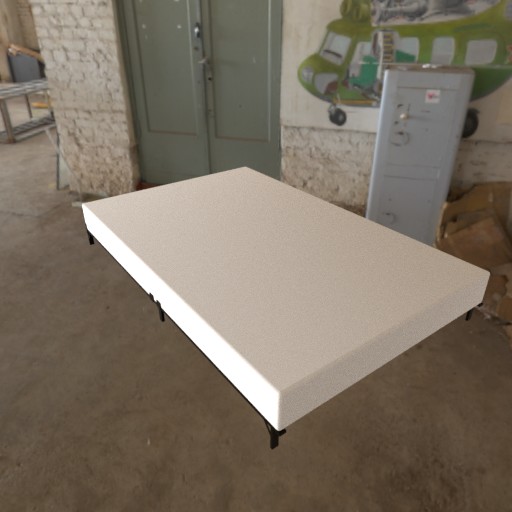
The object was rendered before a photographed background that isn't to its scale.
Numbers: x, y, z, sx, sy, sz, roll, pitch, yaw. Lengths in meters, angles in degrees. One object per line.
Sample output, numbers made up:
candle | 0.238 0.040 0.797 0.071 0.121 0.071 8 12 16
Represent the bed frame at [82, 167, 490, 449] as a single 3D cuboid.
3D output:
bed frame | 0.000 0.000 3.759 1.930 0.440 2.987 -20 35 -31
